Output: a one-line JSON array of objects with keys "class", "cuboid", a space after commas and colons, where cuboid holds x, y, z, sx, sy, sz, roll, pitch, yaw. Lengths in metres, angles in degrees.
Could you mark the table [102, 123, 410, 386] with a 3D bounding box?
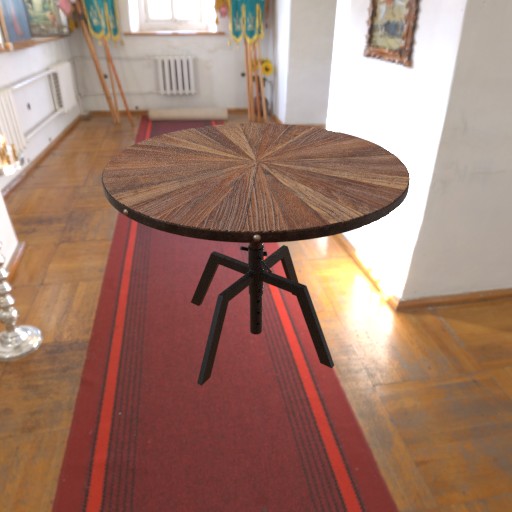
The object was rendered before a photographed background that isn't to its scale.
[{"class": "table", "cuboid": [0.000, 0.000, 1.494, 0.885, 0.658, 0.885, 0, 31, 0]}]
